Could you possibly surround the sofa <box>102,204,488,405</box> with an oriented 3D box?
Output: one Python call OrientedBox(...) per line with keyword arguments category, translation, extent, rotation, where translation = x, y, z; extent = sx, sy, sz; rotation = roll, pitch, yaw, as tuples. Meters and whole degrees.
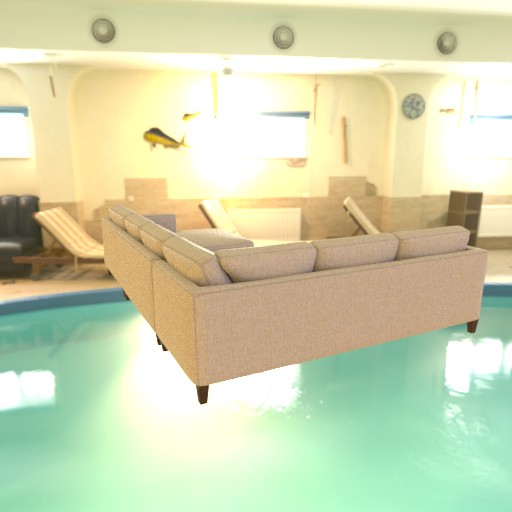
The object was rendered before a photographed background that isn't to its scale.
OrientedBox(category="sofa", translation=(0.000, 0.000, 4.526), extent=(2.551, 0.889, 3.403), rotation=(-6, 14, -26))
